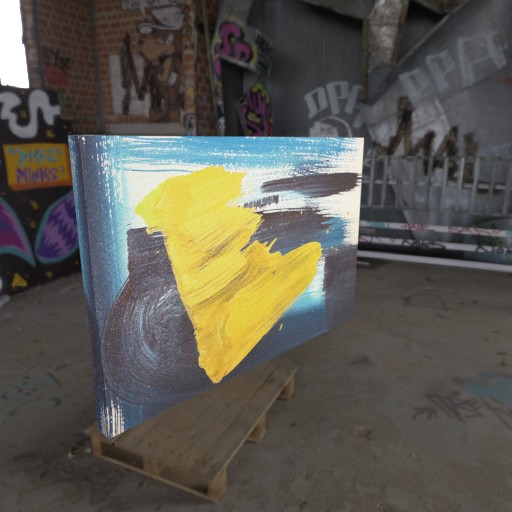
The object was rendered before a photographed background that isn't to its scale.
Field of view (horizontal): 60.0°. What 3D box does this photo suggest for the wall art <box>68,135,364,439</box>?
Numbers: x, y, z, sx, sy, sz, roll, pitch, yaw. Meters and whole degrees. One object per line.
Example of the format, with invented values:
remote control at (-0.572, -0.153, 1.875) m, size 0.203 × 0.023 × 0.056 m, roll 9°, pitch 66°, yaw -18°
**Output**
wall art at (0.000, 0.000, 0.782) m, size 0.033 × 0.406 × 0.609 m, roll 14°, pitch 20°, yaw 43°
